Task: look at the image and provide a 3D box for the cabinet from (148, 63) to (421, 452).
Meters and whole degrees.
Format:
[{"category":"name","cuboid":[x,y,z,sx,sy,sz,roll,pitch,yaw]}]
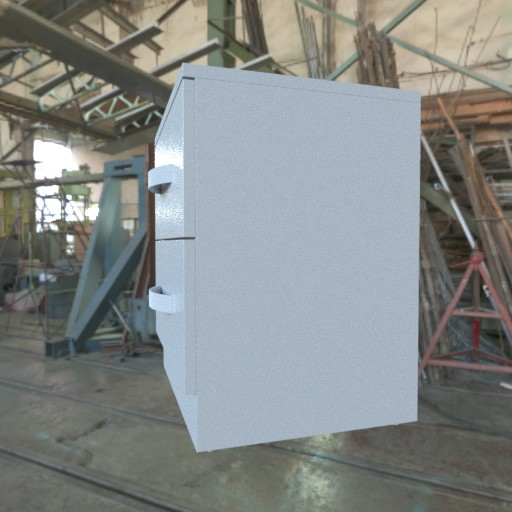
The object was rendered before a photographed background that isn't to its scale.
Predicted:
[{"category":"cabinet","cuboid":[0.000,0.000,0.766,0.360,0.470,0.400,-1,2,-17]}]
